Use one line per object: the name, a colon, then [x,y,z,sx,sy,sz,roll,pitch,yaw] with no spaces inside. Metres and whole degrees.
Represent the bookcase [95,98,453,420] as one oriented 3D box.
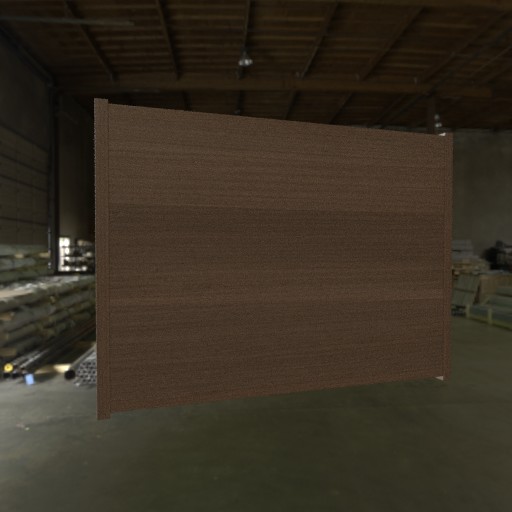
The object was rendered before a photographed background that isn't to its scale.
bookcase: [0.000,0.000,0.622,0.415,0.305,0.290,0,1,-18]
